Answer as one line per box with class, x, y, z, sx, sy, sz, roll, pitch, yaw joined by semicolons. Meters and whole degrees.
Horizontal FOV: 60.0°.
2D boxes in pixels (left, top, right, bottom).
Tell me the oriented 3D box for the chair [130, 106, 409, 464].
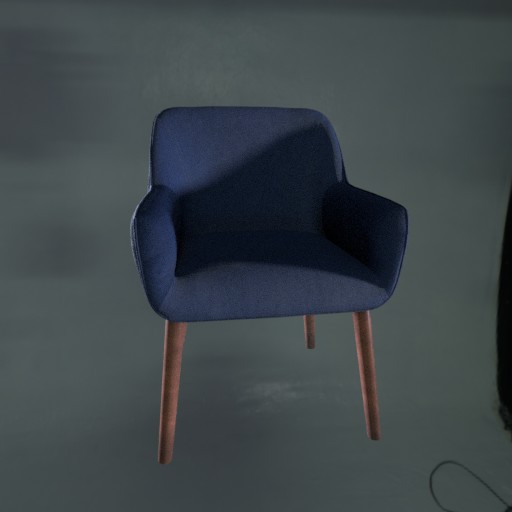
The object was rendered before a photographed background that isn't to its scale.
chair;0.000;0.000;1.226;0.600;0.820;0.600;-2;15;-9
